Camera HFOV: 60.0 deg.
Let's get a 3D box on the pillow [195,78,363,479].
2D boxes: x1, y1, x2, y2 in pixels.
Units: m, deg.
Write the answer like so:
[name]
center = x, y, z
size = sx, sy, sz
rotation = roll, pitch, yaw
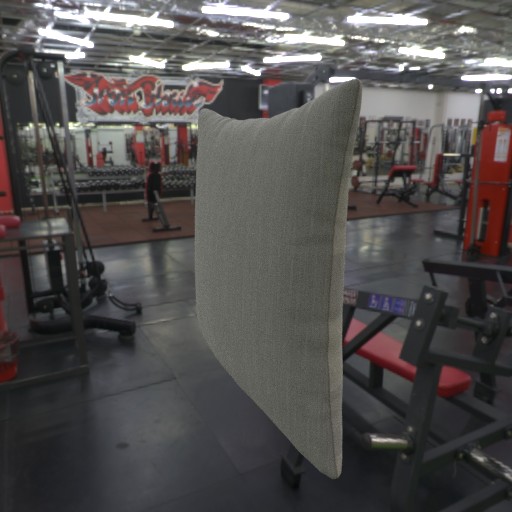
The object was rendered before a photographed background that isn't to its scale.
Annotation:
[pillow]
center = 0.000, 0.000, 0.755
size = 0.161, 0.509, 0.511
rotation = -7, 16, -25
